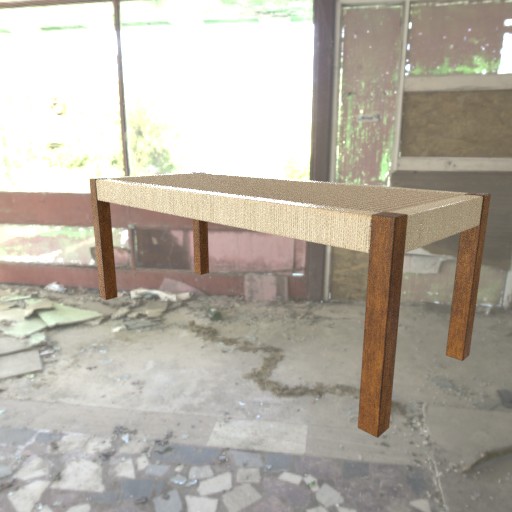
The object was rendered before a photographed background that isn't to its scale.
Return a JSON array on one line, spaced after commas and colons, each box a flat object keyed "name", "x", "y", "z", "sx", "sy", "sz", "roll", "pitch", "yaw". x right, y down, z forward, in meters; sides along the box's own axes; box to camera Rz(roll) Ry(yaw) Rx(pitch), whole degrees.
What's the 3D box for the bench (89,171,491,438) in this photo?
[{"name": "bench", "x": 0.000, "y": 0.000, "z": 1.430, "sx": 1.198, "sy": 0.457, "sz": 0.507, "roll": 14, "pitch": 20, "yaw": 43}]
